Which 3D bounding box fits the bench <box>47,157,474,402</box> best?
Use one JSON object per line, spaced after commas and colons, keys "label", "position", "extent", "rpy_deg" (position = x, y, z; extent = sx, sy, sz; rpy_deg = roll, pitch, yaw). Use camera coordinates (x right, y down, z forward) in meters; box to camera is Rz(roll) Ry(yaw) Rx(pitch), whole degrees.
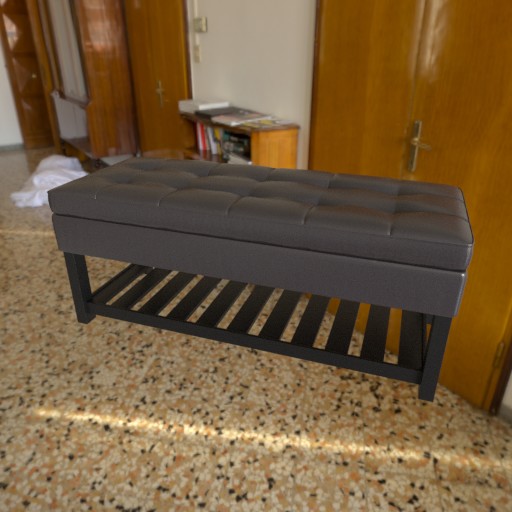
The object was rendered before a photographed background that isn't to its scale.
{"label": "bench", "position": [0.000, 0.000, 1.339], "extent": [1.105, 0.460, 0.432], "rpy_deg": [9, 27, 17]}
